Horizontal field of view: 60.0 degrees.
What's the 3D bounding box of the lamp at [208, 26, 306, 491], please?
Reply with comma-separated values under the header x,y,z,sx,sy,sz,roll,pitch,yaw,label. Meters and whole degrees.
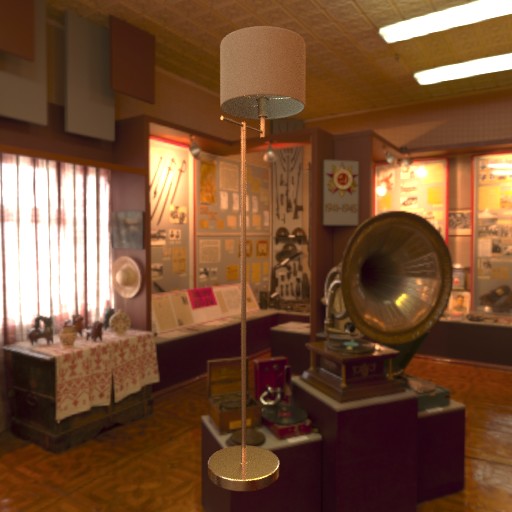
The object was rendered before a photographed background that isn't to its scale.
x,y,z,sx,sy,sz,roll,pitch,yaw,label
0.000,0.000,1.683,0.324,1.600,0.416,1,2,35,lamp
